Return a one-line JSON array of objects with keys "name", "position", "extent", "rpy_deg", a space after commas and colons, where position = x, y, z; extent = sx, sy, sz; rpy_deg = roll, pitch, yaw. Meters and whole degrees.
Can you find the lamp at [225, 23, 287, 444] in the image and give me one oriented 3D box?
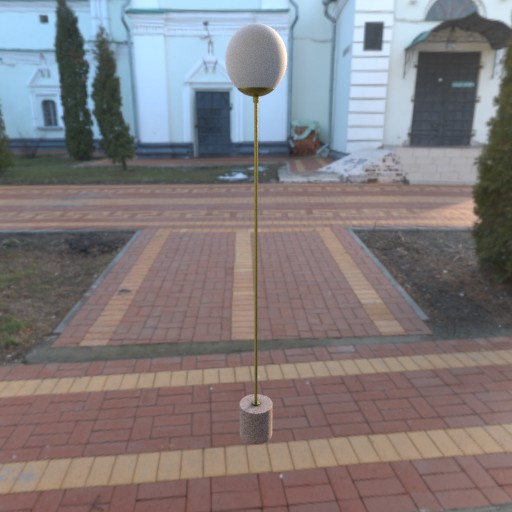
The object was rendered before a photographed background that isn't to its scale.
[{"name": "lamp", "position": [0.000, 0.000, 1.846], "extent": [0.229, 1.748, 0.229], "rpy_deg": [3, 17, 10]}]
